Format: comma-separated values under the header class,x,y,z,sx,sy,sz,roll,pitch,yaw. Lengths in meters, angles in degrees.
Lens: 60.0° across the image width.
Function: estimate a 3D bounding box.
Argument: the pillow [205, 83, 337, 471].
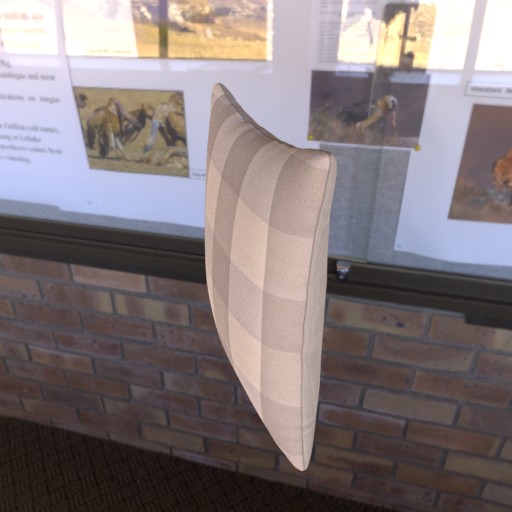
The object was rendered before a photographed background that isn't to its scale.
class,x,y,z,sx,sy,sz,roll,pitch,yaw
pillow,0.000,0.000,0.784,0.161,0.509,0.511,-9,31,-15
